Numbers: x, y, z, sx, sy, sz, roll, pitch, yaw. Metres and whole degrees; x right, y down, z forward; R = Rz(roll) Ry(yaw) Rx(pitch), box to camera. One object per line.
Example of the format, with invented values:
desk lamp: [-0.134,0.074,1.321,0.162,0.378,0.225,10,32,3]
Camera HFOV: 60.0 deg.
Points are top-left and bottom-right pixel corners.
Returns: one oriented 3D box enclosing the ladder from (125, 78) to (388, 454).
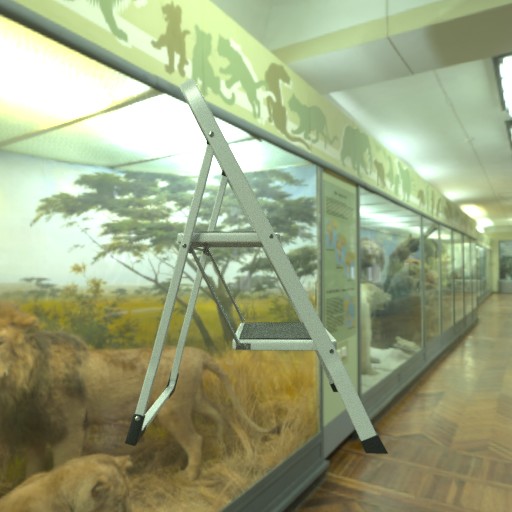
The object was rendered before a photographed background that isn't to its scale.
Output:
ladder: [0.000,0.000,1.139,0.544,0.810,0.460,0,-1,1]
